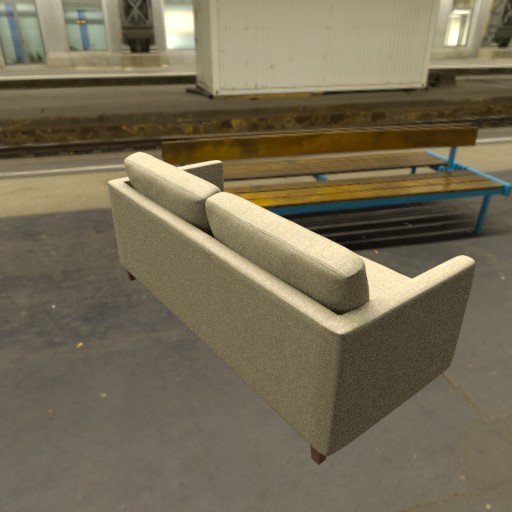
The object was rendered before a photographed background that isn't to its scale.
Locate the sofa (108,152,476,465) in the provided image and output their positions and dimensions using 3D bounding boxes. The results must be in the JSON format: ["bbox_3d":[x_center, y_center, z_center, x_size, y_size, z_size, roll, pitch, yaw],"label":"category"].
[{"bbox_3d":[0.000,0.000,2.674,0.956,0.960,2.208,-19,33,-33],"label":"sofa"}]
